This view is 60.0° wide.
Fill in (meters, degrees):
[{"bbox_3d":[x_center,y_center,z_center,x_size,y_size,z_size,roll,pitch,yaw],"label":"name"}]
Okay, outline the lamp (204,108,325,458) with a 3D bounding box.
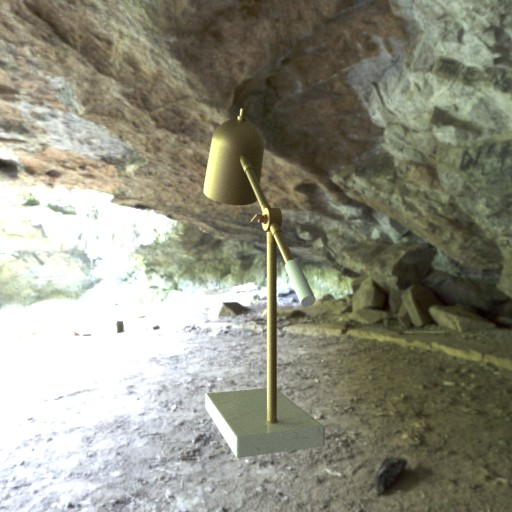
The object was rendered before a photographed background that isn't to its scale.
[{"bbox_3d":[0.000,0.000,0.808,0.144,0.603,0.471,0,-1,-18],"label":"lamp"}]
